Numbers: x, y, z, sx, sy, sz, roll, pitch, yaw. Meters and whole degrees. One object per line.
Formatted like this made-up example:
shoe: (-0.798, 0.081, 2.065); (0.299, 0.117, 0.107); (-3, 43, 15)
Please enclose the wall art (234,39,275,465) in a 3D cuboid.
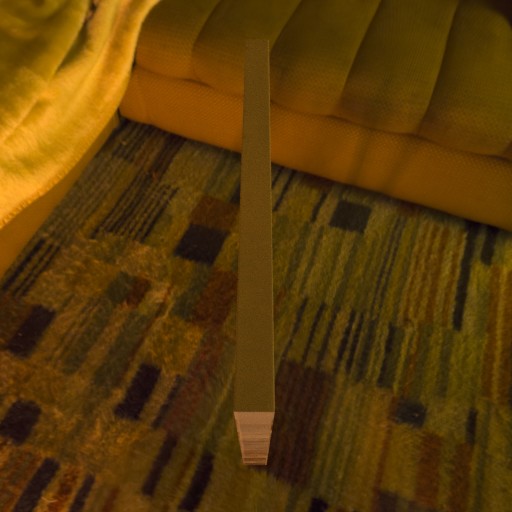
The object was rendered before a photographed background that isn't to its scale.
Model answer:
wall art: (0.000, 0.000, 0.760); (0.041, 0.407, 0.606); (0, 58, 0)
